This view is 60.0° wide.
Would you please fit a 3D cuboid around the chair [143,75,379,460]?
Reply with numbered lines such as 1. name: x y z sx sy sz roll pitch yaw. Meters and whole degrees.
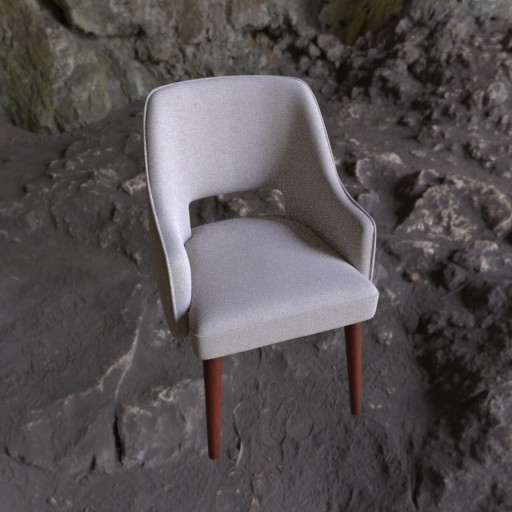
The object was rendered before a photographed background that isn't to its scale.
1. chair: 0.000 0.000 1.226 0.560 0.840 0.580 -11 35 -16
